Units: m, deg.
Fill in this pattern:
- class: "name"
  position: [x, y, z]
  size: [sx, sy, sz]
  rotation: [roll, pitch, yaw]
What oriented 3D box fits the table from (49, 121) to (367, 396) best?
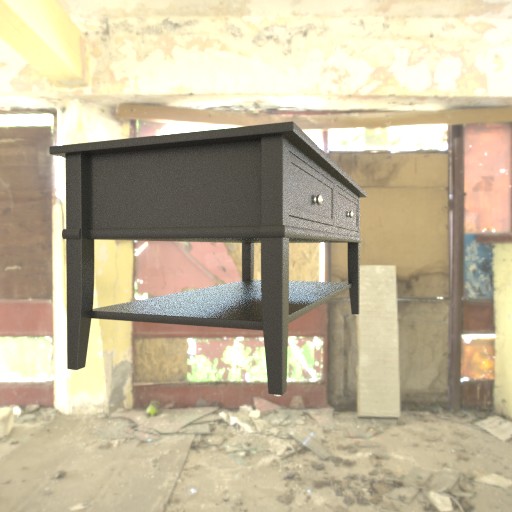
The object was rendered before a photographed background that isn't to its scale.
- class: "table"
  position: [0.000, 0.000, 1.318]
  size: [0.523, 0.470, 1.044]
  rotation: [0, 1, 21]
